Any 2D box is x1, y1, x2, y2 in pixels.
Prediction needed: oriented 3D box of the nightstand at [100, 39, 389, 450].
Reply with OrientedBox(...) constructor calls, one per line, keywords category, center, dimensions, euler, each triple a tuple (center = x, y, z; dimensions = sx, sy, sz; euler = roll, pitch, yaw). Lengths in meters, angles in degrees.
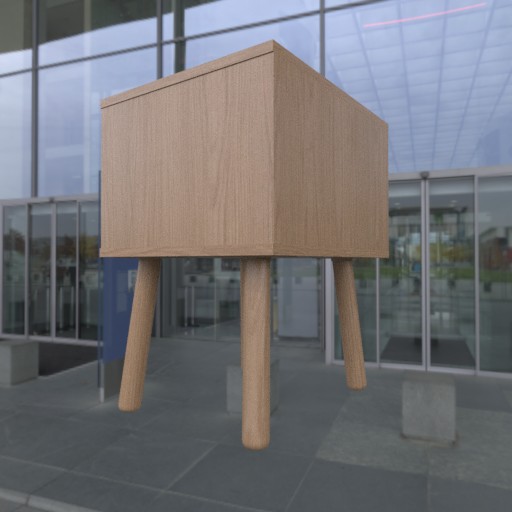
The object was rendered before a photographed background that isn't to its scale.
OrientedBox(category="nightstand", center=(0.000, 0.000, 0.881), dimensions=(0.380, 0.571, 0.450), euler=(-1, -1, 36))
